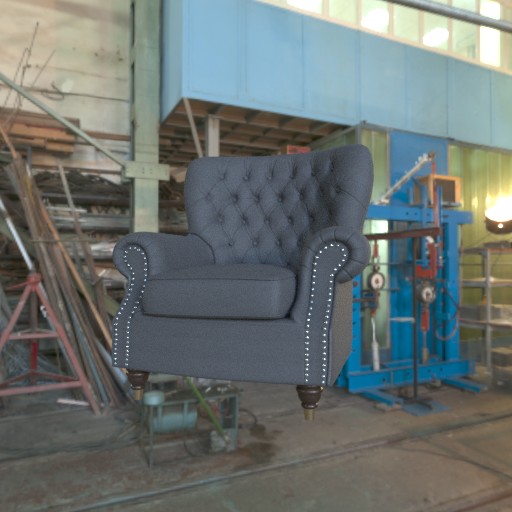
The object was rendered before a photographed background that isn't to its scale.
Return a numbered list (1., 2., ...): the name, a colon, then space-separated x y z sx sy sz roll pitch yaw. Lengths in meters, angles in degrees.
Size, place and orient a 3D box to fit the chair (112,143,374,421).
1. chair: 0.000 0.000 1.874 0.983 1.046 0.983 0 -1 20
